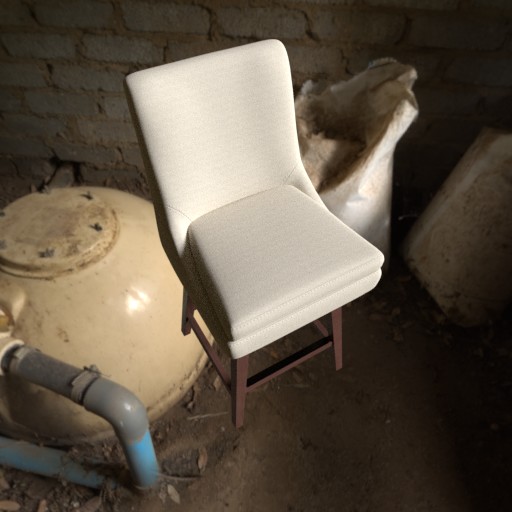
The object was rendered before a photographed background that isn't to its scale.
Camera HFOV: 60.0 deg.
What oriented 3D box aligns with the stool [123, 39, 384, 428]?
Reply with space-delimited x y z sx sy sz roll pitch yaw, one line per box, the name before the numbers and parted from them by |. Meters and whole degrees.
stool | 0.000 0.000 1.310 0.483 0.991 0.559 -24 52 -20
